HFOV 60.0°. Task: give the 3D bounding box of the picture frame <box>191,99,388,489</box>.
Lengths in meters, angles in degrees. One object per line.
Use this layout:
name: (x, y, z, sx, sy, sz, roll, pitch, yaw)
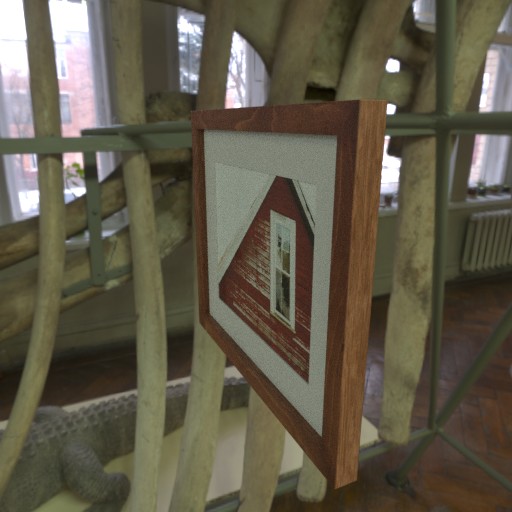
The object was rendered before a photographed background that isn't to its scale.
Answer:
picture frame: (0.000, 0.000, 0.519, 0.025, 0.330, 0.381, -8, 19, -24)
